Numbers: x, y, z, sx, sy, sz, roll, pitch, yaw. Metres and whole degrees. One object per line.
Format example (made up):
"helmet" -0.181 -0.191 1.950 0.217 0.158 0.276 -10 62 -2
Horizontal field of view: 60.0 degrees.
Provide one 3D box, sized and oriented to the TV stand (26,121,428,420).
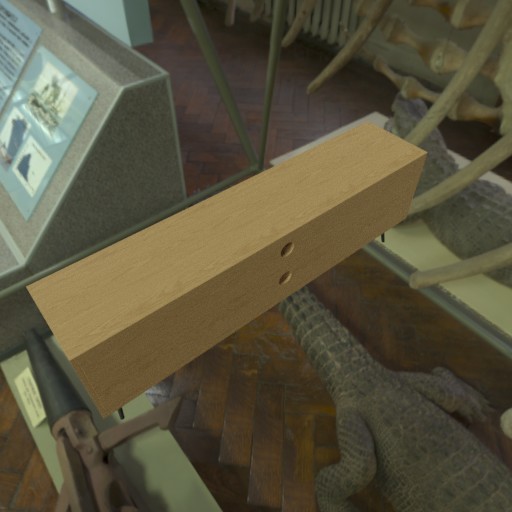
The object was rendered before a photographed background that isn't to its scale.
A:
"TV stand" 0.000 0.000 2.025 1.760 0.580 0.400 -30 53 -26
